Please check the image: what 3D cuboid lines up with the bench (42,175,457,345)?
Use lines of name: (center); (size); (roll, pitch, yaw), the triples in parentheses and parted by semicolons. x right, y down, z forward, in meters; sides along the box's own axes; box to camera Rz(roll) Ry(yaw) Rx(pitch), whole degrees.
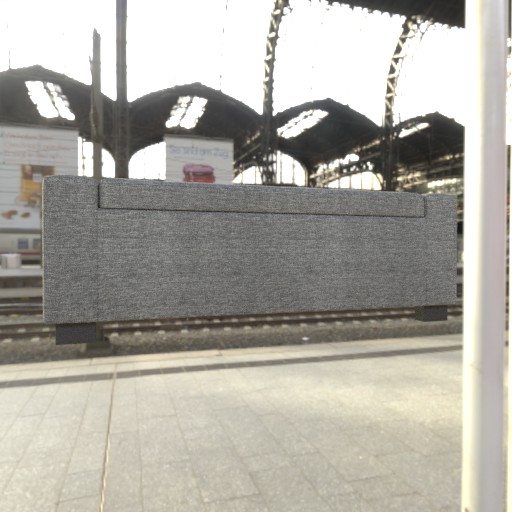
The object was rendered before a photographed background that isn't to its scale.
bench: (0.000, 0.000, 1.548); (1.296, 0.445, 0.508); (0, 1, -19)
